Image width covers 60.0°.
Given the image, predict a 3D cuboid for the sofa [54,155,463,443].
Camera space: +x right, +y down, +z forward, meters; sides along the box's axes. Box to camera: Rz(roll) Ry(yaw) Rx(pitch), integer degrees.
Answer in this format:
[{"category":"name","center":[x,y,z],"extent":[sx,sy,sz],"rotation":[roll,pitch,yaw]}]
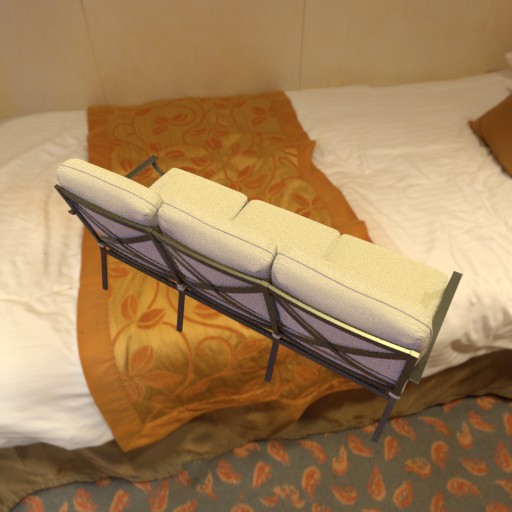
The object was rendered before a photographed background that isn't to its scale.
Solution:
[{"category":"sofa","center":[0.000,0.000,2.140],"extent":[1.740,0.860,0.787],"rotation":[24,50,22]}]
